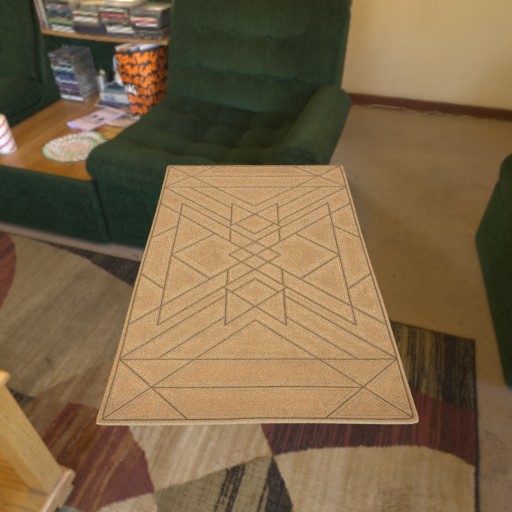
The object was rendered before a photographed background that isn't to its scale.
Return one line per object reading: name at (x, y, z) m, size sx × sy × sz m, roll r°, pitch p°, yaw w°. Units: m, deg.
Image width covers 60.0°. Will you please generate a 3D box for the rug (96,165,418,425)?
rug at (0.000, 0.000, 3.064) m, size 1.575 × 0.023 × 2.459 m, roll 0°, pitch 41°, yaw 0°
